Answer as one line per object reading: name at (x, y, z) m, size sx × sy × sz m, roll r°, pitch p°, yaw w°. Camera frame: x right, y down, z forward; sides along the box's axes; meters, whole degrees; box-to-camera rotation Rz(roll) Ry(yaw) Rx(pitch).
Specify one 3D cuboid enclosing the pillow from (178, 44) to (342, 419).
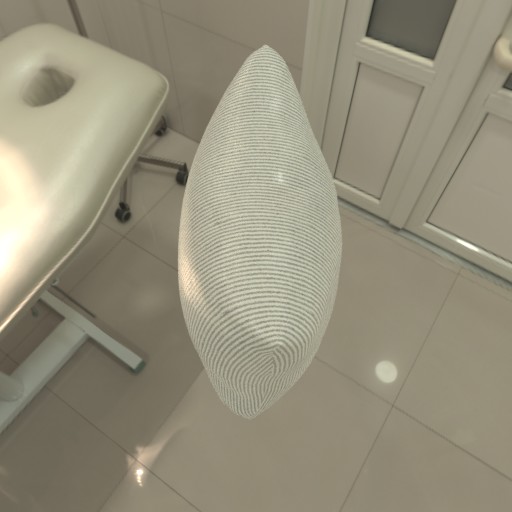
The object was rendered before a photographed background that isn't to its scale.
pillow at (0.000, 0.000, 0.693) m, size 0.310 × 0.432 × 0.387 m, roll 30°, pitch 64°, yaw 16°
